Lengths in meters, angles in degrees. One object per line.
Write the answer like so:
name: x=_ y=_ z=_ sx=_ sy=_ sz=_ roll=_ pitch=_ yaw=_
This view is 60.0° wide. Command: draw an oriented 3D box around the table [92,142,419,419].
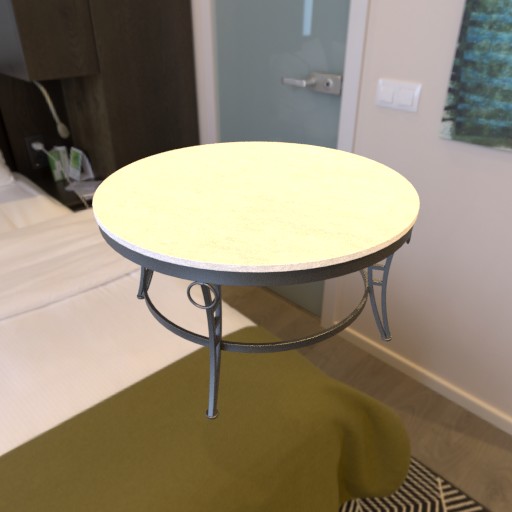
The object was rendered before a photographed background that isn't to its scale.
table: x=0.000 y=0.000 z=1.381 sx=0.889 sy=0.470 sz=0.889 roll=0 pitch=30 yaw=0
